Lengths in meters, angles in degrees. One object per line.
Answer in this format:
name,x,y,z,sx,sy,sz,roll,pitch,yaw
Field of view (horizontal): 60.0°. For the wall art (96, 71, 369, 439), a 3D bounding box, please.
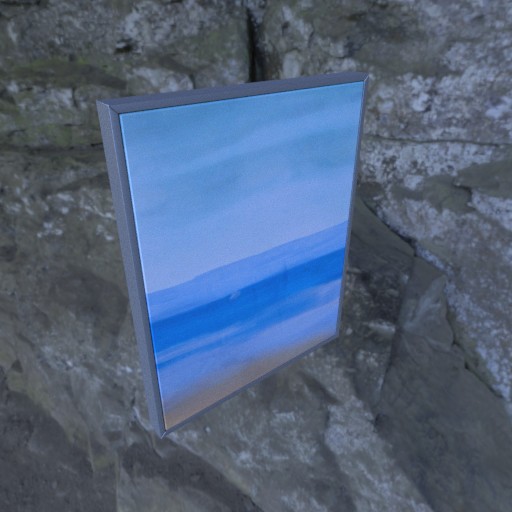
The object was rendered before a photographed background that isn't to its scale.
wall art,0.000,0.000,0.760,0.445,0.553,0.039,-21,35,-32
